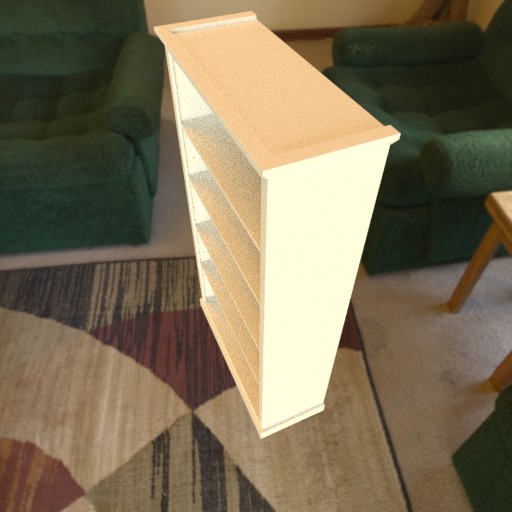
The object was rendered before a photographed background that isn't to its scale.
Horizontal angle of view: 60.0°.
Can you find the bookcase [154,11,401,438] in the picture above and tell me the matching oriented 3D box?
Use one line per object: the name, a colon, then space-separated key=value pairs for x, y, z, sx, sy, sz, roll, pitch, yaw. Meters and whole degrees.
bookcase: x=0.000 y=0.000 z=2.214 sx=0.432 sy=1.880 sz=1.050 roll=-18 pitch=50 yaw=-16
